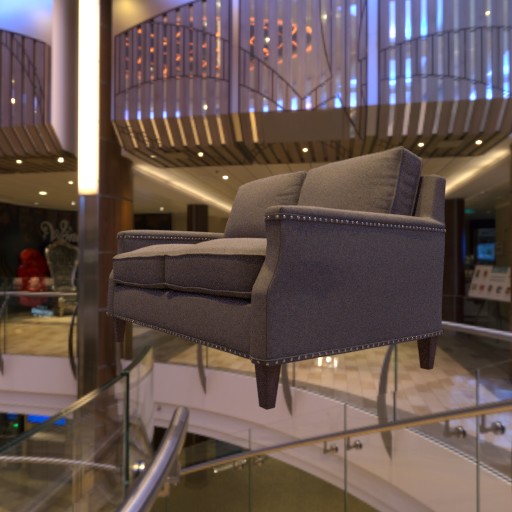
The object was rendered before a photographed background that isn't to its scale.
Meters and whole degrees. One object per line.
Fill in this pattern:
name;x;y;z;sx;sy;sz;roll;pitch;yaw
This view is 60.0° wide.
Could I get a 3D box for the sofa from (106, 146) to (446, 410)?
sofa;0.000;0.000;2.312;1.084;1.003;1.597;0;-1;-36
